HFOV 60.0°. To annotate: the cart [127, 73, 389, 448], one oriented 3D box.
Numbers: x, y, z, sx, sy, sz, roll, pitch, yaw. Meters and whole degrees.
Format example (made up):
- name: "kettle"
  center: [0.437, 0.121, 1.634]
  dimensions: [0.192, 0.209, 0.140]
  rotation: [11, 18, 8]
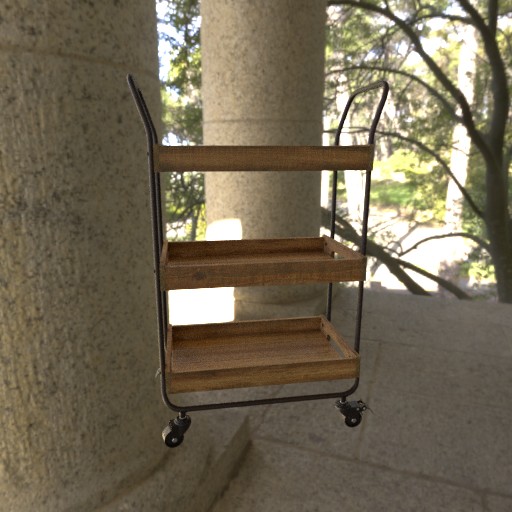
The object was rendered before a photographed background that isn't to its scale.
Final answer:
- name: "cart"
  center: [0.000, 0.000, 1.166]
  dimensions: [0.583, 0.857, 0.339]
  rotation: [-2, 13, -9]
